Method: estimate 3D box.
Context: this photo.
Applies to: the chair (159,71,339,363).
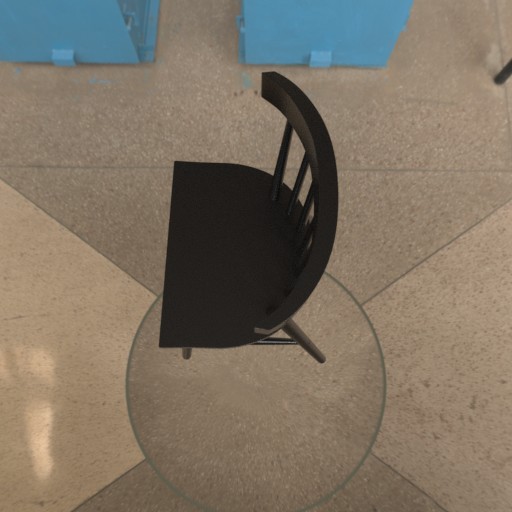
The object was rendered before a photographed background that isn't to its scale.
[{"bbox_3d":[0.000,0.000,1.144,0.483,0.844,0.506,2,75,0],"label":"chair"}]
